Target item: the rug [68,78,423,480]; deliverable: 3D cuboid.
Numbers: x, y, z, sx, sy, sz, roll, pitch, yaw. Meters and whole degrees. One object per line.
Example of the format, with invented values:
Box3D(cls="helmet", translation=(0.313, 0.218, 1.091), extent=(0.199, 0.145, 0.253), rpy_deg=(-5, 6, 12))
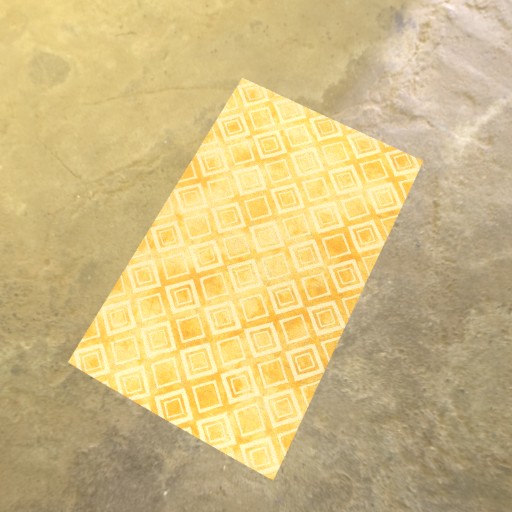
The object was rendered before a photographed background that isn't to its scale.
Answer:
Box3D(cls="rug", translation=(0.000, 0.000, 3.072), extent=(1.511, 0.010, 2.424), rpy_deg=(27, 77, 7))
